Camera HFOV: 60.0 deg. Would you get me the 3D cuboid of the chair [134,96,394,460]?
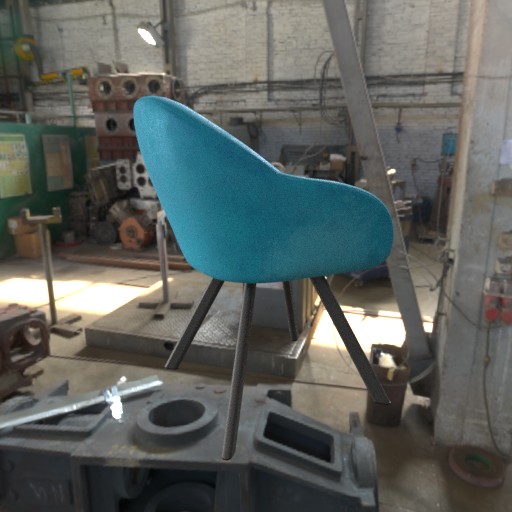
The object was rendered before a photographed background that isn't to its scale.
[{"bbox_3d":[0.000,0.000,1.200,0.590,0.795,0.550,-7,16,-26],"label":"chair"}]
